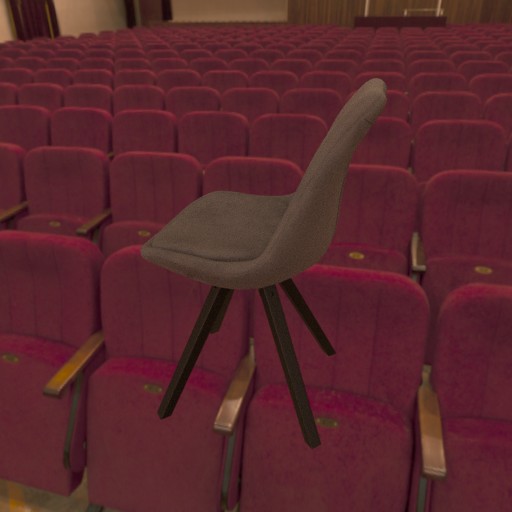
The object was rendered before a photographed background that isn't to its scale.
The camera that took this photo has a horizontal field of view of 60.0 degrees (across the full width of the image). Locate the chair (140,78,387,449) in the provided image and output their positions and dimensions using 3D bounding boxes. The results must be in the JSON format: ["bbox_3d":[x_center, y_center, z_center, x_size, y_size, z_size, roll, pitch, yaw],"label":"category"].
[{"bbox_3d":[0.000,0.000,1.149,0.550,0.850,0.476,7,28,13],"label":"chair"}]
